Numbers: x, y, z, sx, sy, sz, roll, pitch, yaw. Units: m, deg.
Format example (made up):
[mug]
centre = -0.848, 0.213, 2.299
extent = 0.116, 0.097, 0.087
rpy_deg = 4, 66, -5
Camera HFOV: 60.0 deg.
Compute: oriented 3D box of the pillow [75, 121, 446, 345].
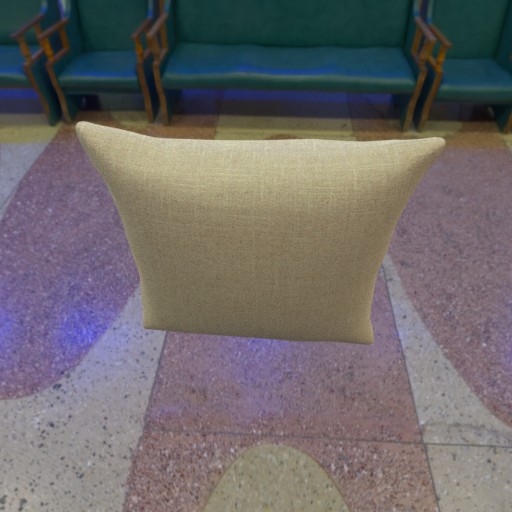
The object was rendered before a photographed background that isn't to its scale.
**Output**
[pillow]
centre = 0.000, 0.000, 0.634
extent = 0.414, 0.399, 0.173
rpy_deg = 3, 46, 3
